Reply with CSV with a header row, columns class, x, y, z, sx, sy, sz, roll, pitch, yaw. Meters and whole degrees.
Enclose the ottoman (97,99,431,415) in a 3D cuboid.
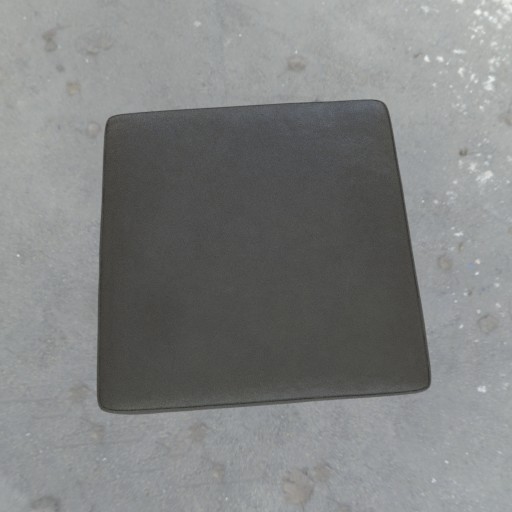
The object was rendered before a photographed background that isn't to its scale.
class,x,y,z,sx,sy,sz,roll,pitch,yaw
ottoman,0.000,0.000,1.317,0.844,0.415,0.836,-3,75,-1
